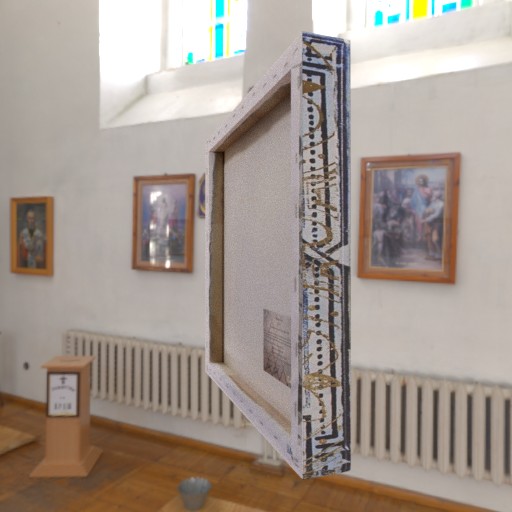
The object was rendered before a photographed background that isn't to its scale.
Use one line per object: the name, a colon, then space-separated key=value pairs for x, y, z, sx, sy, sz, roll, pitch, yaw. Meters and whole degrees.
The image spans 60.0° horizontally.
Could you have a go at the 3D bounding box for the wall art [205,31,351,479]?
wall art: x=0.000 y=0.000 z=0.450 sx=0.038 sy=0.306 sz=0.302 roll=0 pitch=0 yaw=-19
